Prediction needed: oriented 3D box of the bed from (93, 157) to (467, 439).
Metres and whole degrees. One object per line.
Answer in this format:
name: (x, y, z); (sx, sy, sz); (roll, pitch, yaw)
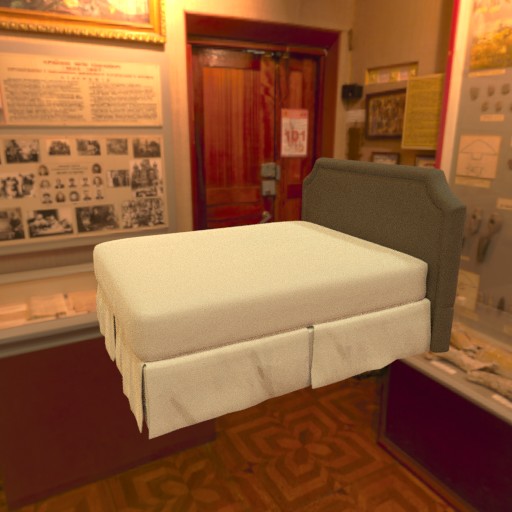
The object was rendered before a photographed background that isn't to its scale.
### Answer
bed: (0.000, 0.000, 3.287); (2.181, 1.297, 1.831); (-8, 18, -26)
